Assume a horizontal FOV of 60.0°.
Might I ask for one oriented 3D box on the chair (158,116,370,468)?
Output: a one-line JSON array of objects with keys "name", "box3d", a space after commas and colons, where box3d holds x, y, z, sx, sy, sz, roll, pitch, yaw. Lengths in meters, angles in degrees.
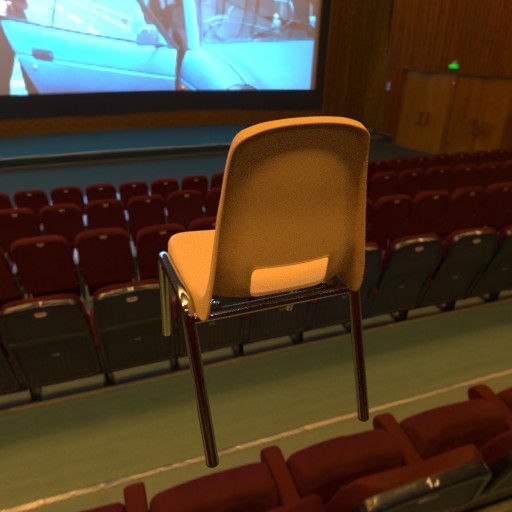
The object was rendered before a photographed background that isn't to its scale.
[{"name": "chair", "box3d": [0.000, 0.000, 0.865, 0.354, 0.586, 0.423, -9, 29, -17]}]
